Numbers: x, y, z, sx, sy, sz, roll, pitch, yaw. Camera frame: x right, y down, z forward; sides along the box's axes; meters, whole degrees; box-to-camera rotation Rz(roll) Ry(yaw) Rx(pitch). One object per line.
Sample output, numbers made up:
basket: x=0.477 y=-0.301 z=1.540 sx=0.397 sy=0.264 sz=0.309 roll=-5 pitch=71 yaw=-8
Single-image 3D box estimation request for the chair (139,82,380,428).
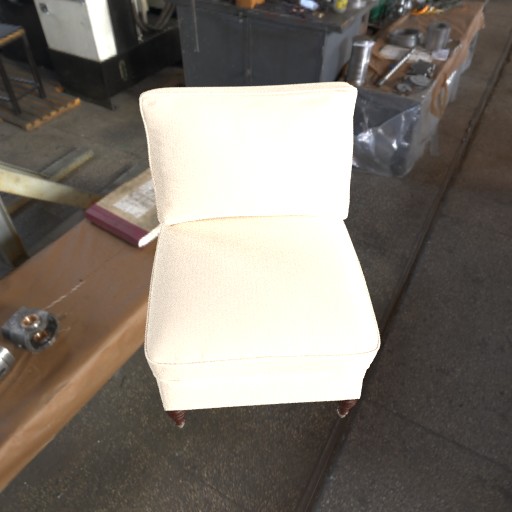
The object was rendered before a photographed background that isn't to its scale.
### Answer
chair: x=0.000 y=0.000 z=1.388 sx=0.630 sy=0.887 sz=0.781 roll=-3 pitch=45 yaw=-3
